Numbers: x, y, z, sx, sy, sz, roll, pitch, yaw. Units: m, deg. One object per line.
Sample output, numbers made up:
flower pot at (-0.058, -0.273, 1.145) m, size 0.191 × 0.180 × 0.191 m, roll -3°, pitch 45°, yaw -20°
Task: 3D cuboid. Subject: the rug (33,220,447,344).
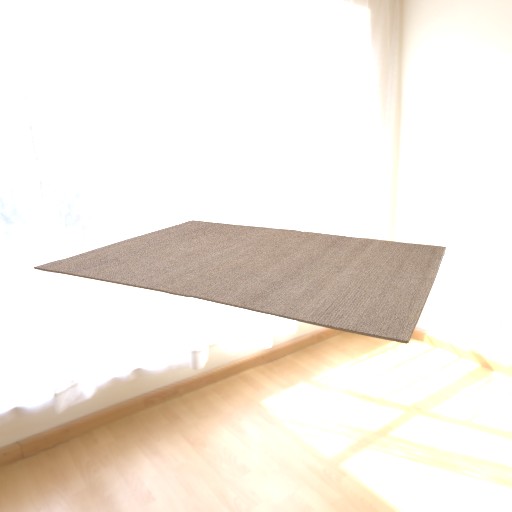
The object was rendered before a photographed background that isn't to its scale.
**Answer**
rug at (0.000, 0.000, 4.298) m, size 3.245 × 0.046 × 2.467 m, roll 8°, pitch 17°, yaw 26°
